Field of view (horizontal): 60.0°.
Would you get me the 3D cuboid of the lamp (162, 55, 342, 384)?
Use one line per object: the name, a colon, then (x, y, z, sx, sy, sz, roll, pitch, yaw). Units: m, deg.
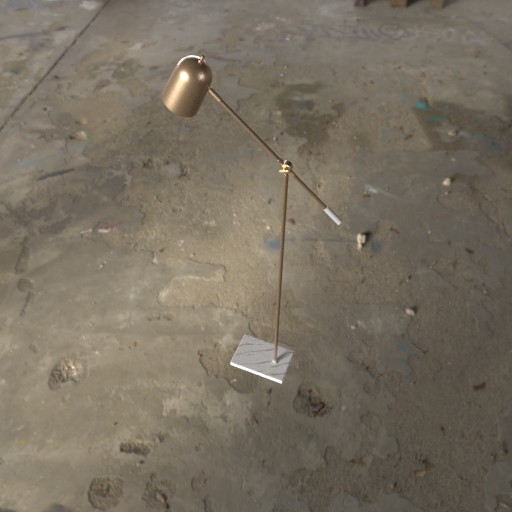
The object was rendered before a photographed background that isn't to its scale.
lamp: (0.000, 0.000, 1.855, 0.653, 1.594, 0.194, 17, 48, 15)
